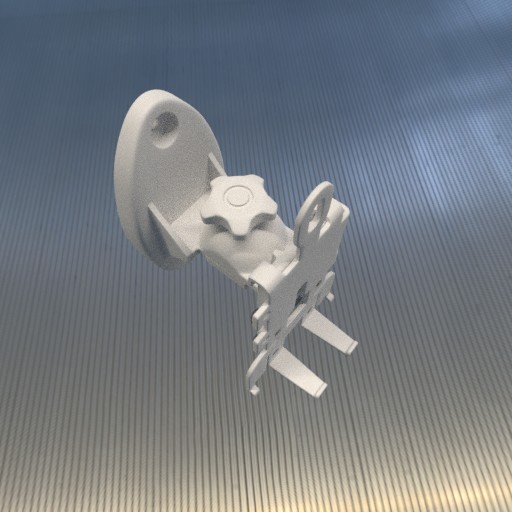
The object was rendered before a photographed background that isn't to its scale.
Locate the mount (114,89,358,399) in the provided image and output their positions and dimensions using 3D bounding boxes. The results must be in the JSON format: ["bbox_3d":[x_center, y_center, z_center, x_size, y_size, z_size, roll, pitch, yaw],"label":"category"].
[{"bbox_3d":[0.000,0.000,0.180,0.100,0.118,0.066,35,65,19],"label":"mount"}]
